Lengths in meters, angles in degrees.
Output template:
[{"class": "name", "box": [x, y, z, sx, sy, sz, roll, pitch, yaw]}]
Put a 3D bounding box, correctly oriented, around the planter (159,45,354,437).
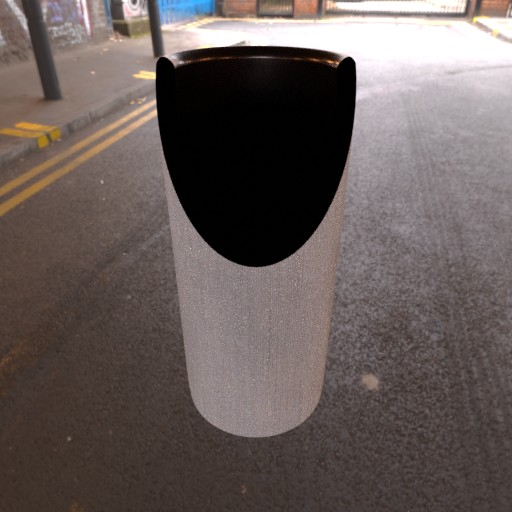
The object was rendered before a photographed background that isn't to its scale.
[{"class": "planter", "box": [0.000, 0.000, 0.125, 0.045, 0.103, 0.045, -22, 38, -31]}]
